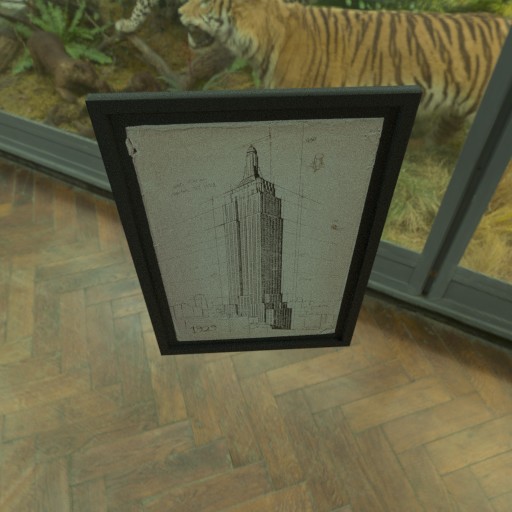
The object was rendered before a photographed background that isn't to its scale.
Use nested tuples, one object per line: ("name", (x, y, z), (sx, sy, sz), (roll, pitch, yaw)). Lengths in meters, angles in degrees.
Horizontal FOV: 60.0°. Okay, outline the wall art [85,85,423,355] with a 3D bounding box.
("wall art", (0.000, 0.000, 0.558), (0.303, 0.431, 0.013), (-2, 47, -2))
